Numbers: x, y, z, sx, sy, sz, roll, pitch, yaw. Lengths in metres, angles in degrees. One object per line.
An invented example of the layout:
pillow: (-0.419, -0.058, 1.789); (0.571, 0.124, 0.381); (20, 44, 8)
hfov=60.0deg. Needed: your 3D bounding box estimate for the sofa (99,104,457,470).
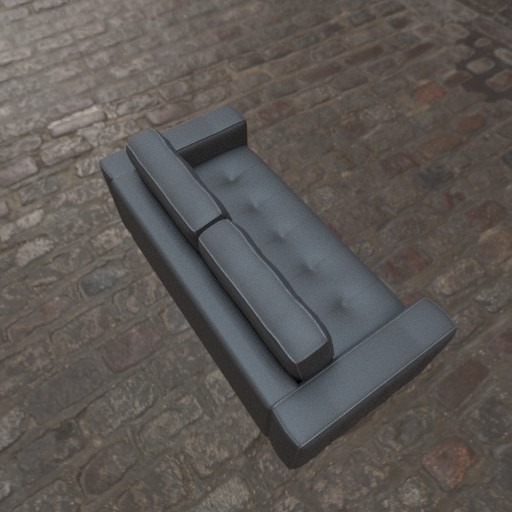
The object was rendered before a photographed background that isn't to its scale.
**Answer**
sofa: (0.000, 0.000, 2.172); (0.833, 0.893, 1.726); (-30, 62, -18)
